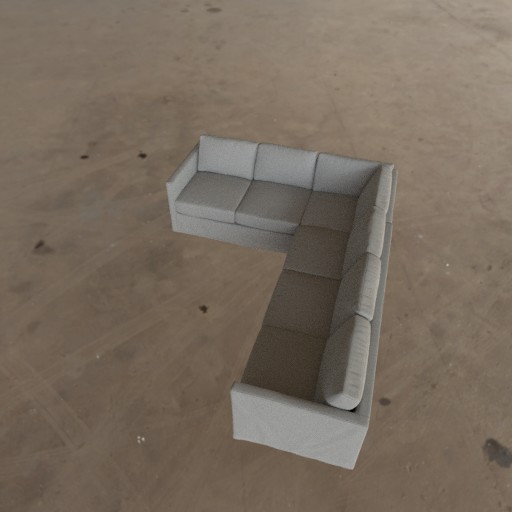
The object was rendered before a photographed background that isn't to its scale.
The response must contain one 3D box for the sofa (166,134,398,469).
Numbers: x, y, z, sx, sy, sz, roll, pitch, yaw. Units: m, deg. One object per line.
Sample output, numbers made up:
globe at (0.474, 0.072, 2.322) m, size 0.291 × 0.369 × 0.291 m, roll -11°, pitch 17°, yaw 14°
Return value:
sofa at (0.000, 0.000, 4.311) m, size 2.432 × 0.871 × 3.182 m, roll 12°, pitch 44°, yaw 12°
